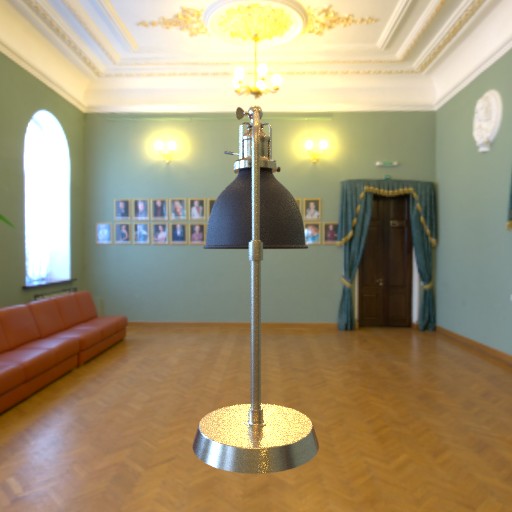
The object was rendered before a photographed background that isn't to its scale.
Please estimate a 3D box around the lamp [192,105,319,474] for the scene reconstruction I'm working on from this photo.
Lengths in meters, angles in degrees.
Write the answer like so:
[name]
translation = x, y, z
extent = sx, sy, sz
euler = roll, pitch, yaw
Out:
[lamp]
translation = 0.000, 0.000, 0.610
extent = 0.160, 0.456, 0.291
euler = 0, 0, 0
